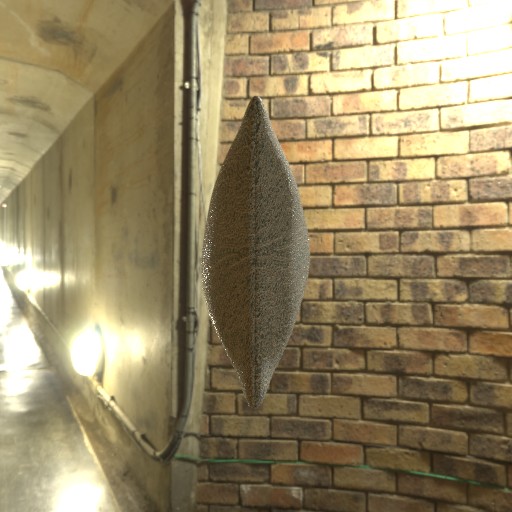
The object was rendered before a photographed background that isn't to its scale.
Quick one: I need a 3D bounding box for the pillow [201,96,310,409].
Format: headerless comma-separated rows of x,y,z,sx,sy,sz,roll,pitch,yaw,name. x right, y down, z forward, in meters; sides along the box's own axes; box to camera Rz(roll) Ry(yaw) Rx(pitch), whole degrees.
0.000,0.000,0.717,0.151,0.295,0.615,0,-1,0,pillow
